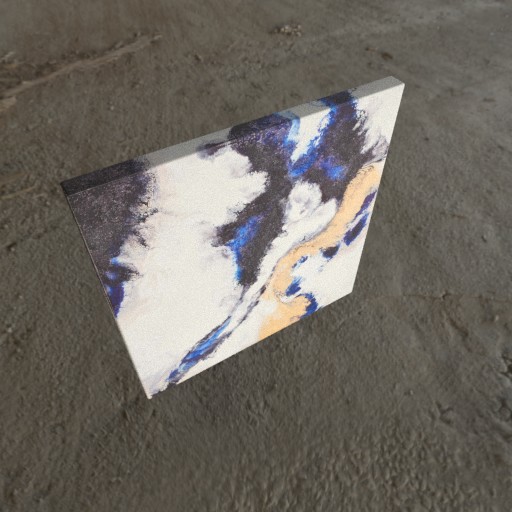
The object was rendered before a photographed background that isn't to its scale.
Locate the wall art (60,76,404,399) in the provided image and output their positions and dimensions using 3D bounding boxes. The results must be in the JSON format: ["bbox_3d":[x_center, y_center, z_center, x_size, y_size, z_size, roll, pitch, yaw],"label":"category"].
[{"bbox_3d":[0.000,0.000,0.926,0.609,0.609,0.039,-24,52,-21],"label":"wall art"}]
